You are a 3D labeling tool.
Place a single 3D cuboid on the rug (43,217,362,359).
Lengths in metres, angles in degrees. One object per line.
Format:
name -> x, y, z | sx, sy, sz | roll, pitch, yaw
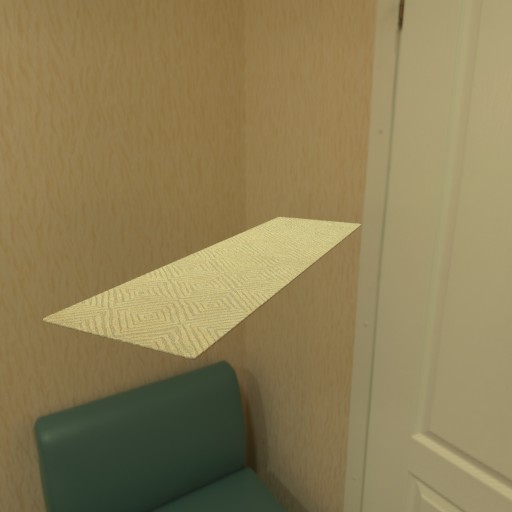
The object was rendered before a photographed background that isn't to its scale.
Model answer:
rug -> 0.000, 0.000, 2.488 | 0.676, 0.008, 2.277 | 7, 17, 25
